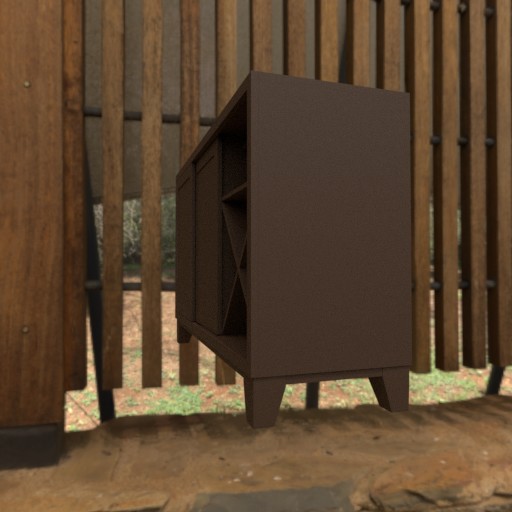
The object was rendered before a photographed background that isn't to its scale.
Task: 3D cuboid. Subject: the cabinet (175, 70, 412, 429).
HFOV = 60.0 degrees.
[{"bbox_3d":[0.000,0.000,1.860,0.482,0.914,1.396,0,-1,-18],"label":"cabinet"}]
